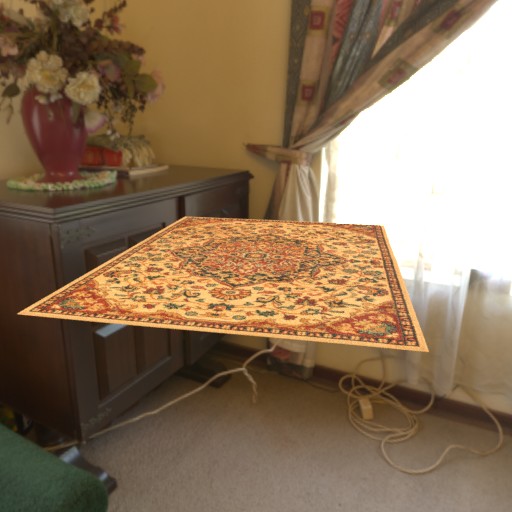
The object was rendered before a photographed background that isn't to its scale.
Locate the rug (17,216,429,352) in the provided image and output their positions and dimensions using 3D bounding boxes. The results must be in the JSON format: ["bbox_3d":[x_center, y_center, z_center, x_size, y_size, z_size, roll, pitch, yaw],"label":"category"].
[{"bbox_3d":[0.000,0.000,3.987,2.454,0.005,3.067,3,17,11],"label":"rug"}]
